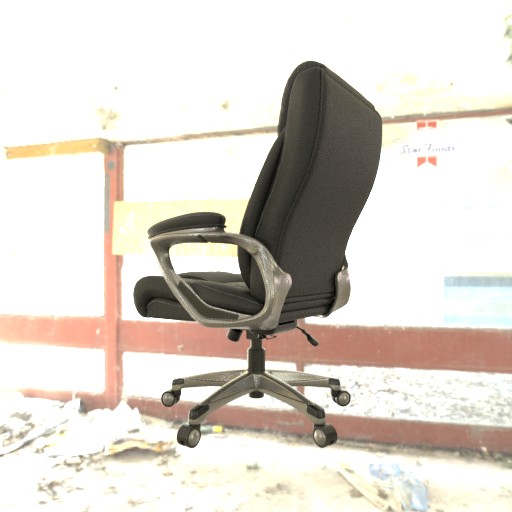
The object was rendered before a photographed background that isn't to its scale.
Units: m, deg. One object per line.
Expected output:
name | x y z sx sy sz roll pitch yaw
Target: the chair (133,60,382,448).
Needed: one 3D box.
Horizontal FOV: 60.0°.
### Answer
chair | 0.000 0.000 1.630 0.784 1.167 0.741 -1 -2 36
